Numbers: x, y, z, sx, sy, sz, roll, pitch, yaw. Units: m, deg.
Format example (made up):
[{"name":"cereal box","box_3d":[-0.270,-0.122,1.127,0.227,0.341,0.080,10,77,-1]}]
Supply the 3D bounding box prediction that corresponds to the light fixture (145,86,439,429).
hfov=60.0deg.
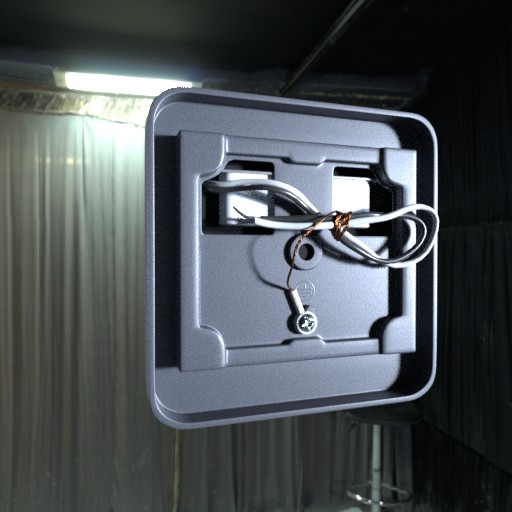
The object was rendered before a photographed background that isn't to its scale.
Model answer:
[{"name":"light fixture","box_3d":[0.000,0.000,0.208,0.109,0.109,0.132,0,1,-18]}]
